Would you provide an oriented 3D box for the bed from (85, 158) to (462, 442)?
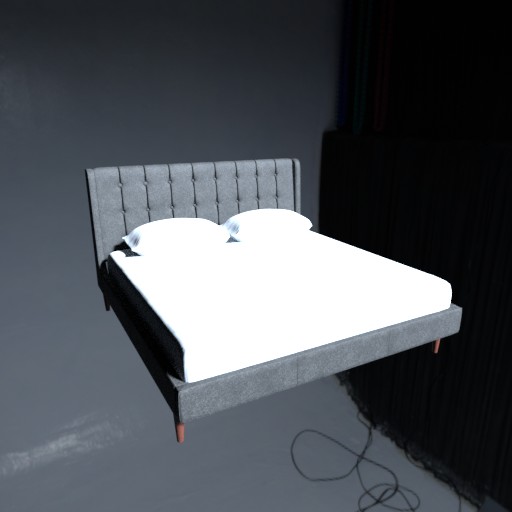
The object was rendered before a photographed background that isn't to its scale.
[{"bbox_3d":[0.000,0.000,2.549,1.531,0.933,1.638,-9,19,-27],"label":"bed"}]
